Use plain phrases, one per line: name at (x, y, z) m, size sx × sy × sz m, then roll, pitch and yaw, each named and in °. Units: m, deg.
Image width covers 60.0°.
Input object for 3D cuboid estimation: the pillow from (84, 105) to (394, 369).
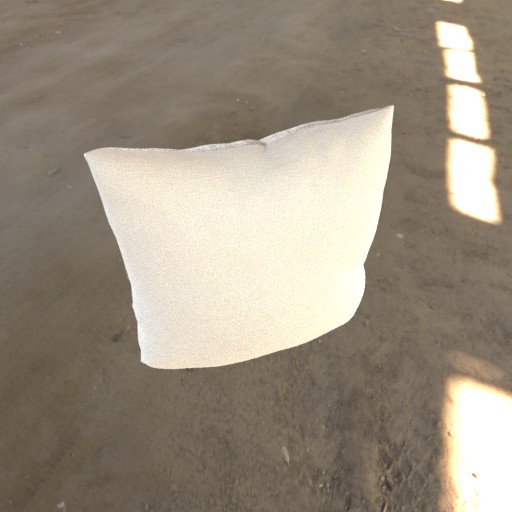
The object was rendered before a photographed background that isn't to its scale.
pillow at (0.000, 0.000, 0.735) m, size 0.450 × 0.448 × 0.245 m, roll -12°, pitch 43°, yaw -13°
